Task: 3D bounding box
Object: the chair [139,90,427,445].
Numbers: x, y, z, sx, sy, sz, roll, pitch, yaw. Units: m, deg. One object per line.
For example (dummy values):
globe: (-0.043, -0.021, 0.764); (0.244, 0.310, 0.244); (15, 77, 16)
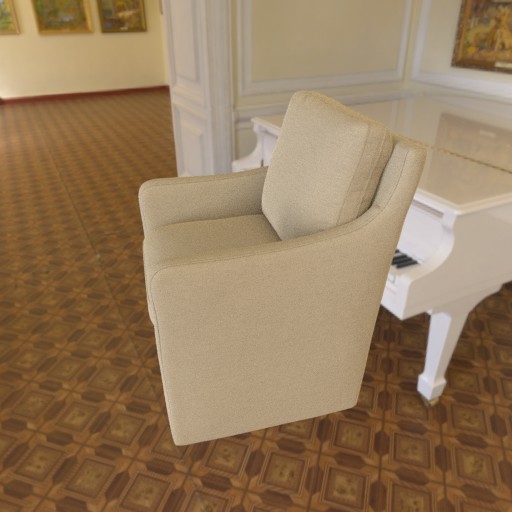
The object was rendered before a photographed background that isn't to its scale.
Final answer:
chair: (0.000, 0.000, 1.404); (0.694, 0.914, 0.626); (-8, 31, -13)
